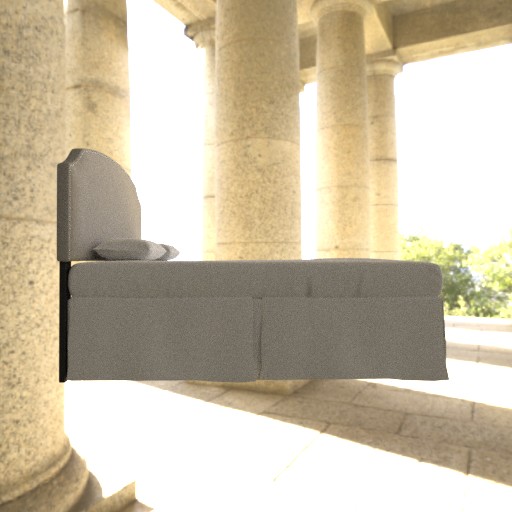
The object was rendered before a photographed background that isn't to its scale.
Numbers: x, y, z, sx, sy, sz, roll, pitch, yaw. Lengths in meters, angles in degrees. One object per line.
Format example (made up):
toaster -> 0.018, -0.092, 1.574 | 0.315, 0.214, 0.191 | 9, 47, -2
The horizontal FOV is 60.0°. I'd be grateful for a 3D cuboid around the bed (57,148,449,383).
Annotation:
bed -> 0.000, 0.000, 2.950 | 1.999, 1.270, 1.558 | 0, -1, -1
